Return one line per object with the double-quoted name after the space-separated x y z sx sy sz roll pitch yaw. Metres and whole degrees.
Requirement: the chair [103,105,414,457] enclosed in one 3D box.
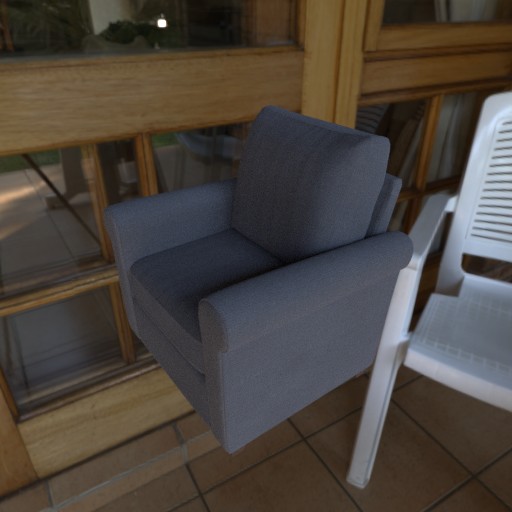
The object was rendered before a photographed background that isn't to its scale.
0.000 0.000 1.661 0.828 0.942 0.867 -20 36 -31 "chair"
